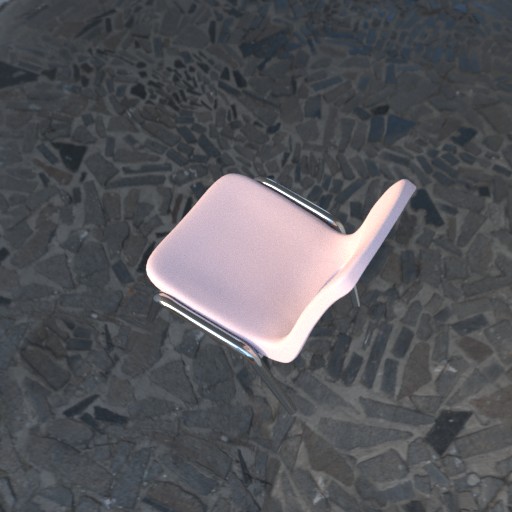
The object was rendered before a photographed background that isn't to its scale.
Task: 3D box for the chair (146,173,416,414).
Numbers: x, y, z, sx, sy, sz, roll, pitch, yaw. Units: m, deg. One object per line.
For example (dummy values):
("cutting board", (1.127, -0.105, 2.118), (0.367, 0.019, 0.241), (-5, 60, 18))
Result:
("chair", (0.000, 0.000, 0.851), (0.423, 0.586, 0.354), (31, 67, 15))
